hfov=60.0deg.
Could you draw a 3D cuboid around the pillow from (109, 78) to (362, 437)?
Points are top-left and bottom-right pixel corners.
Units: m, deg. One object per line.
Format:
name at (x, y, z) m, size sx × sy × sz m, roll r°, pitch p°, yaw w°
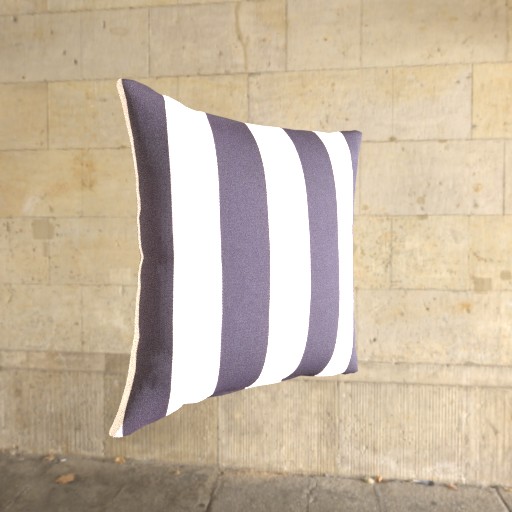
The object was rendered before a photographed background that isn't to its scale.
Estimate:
pillow at (0.000, 0.000, 0.801) m, size 0.536 × 0.526 × 0.189 m, roll -1°, pitch 2°, yaw -36°
